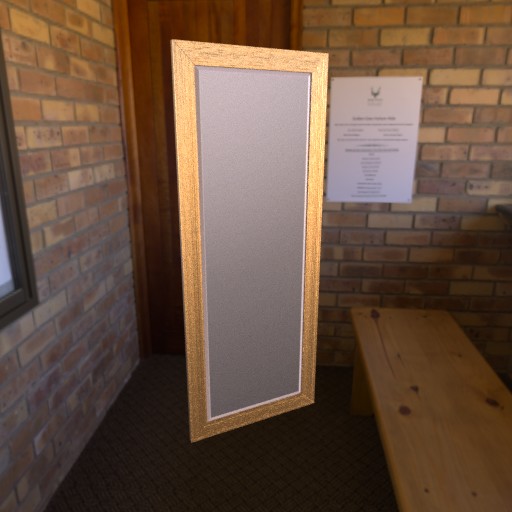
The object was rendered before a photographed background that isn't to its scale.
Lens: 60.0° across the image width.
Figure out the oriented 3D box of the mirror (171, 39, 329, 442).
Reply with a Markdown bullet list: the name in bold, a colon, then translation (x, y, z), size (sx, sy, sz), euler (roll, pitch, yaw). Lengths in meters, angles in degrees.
- **mirror**: translation (0.000, 0.000, 2.355), size (0.812, 2.031, 0.025), euler (-8, 18, -26)
